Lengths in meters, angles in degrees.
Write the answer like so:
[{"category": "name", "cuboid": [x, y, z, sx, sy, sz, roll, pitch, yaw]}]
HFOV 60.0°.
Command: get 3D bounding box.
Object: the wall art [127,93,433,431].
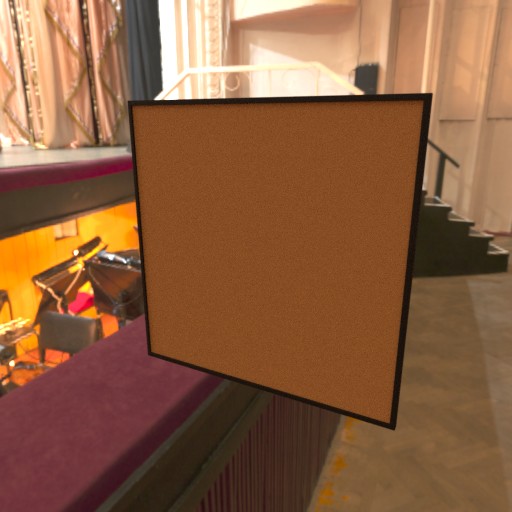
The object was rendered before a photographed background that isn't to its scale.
[{"category": "wall art", "cuboid": [0.000, 0.000, 0.679, 0.458, 0.457, 0.013, 9, 19, 27]}]
